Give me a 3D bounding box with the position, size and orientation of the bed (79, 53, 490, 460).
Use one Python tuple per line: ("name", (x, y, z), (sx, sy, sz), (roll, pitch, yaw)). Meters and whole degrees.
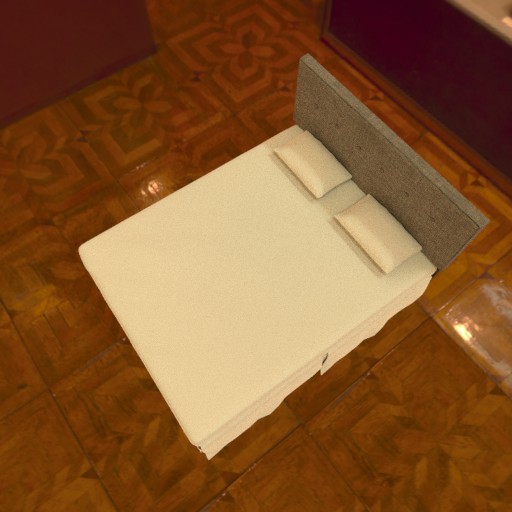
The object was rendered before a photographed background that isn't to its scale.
("bed", (0.000, 0.000, 2.924), (1.958, 1.168, 1.621), (-33, 68, -15))
